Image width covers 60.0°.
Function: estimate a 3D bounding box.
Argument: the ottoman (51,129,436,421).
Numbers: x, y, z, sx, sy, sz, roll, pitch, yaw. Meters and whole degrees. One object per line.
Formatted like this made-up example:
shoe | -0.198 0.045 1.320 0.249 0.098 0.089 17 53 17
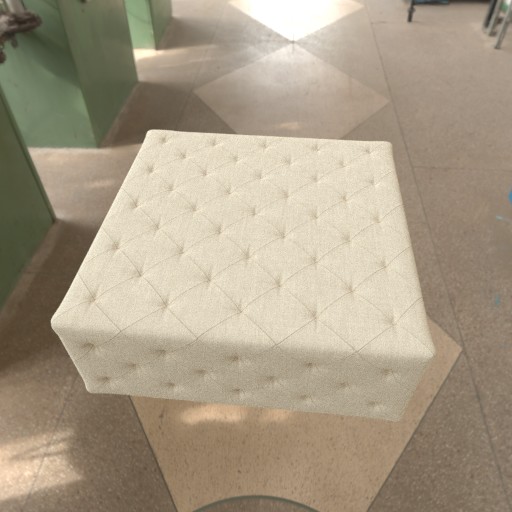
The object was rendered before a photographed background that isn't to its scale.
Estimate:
ottoman | 0.000 0.000 1.647 1.028 0.439 1.028 4 46 4
